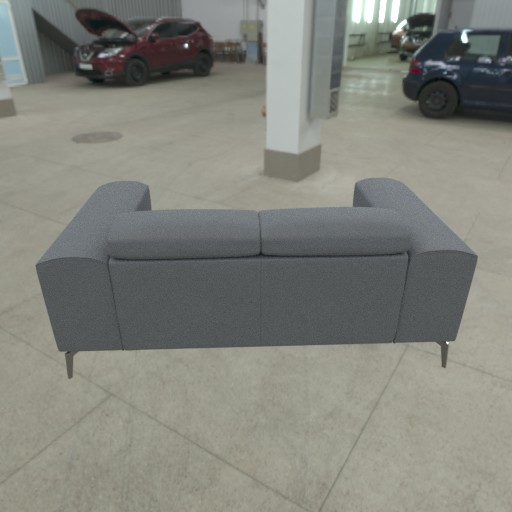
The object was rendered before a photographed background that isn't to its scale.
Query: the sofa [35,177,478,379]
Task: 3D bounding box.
[{"bbox_3d":[0.000,0.000,2.395,1.895,0.779,1.003,-1,28,-2],"label":"sofa"}]
